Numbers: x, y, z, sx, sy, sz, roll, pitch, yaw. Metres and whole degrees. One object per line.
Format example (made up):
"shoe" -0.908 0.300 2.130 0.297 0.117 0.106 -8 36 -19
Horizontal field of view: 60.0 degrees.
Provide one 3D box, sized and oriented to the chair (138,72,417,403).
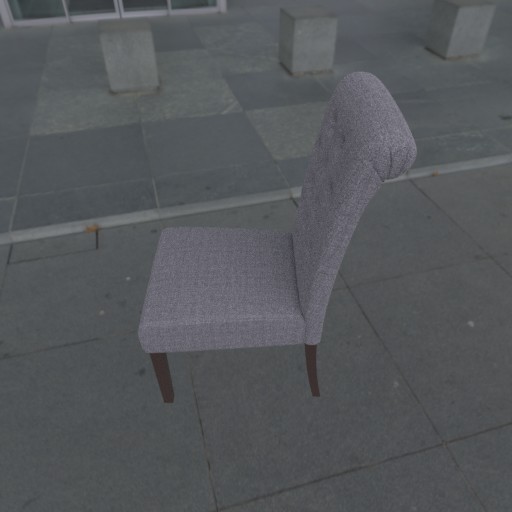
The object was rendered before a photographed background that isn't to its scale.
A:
"chair" 0.000 0.000 1.359 0.671 1.006 0.456 0 42 0
